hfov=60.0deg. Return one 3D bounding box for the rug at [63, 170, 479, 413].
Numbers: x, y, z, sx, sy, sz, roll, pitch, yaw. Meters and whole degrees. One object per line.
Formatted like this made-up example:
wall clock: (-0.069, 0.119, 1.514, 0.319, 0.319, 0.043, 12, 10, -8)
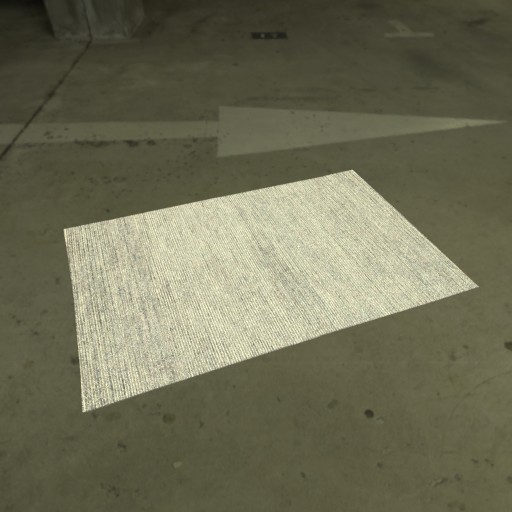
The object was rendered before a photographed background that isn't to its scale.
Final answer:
rug: (0.000, 0.000, 2.227, 1.789, 0.021, 1.159, -14, 43, -16)
